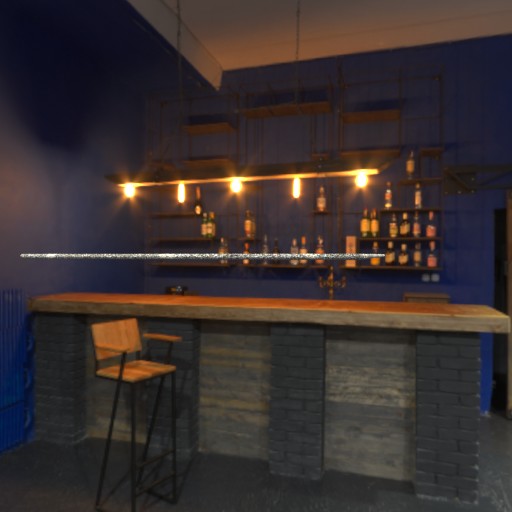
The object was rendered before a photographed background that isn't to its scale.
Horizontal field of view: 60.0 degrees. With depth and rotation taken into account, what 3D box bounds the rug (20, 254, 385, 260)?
[{"bbox_3d":[0.000,0.000,3.382,1.801,0.026,2.701,0,0,18],"label":"rug"}]
